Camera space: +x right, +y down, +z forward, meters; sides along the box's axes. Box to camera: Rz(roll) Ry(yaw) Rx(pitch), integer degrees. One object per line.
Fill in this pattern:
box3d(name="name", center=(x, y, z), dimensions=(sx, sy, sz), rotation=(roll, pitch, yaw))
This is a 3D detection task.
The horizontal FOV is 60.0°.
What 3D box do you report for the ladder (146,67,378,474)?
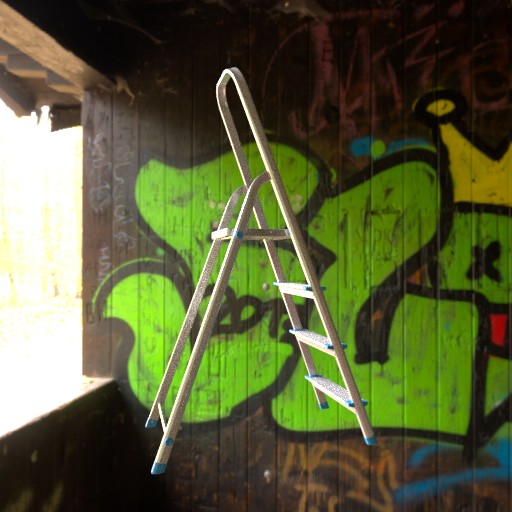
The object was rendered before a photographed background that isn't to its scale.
box3d(name="ladder", center=(0.000, 0.000, 1.786), dimensions=(0.842, 1.434, 0.445), rotation=(0, 0, -17))
